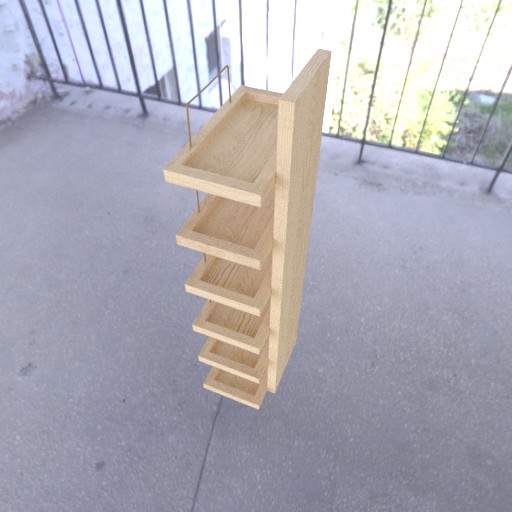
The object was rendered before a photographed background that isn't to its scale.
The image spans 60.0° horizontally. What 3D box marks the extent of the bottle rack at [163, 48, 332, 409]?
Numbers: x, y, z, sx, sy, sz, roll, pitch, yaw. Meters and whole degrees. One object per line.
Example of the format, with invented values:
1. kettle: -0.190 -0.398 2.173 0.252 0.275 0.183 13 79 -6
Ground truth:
1. bottle rack: 0.000 0.000 1.083 0.206 0.943 0.330 17 50 15
